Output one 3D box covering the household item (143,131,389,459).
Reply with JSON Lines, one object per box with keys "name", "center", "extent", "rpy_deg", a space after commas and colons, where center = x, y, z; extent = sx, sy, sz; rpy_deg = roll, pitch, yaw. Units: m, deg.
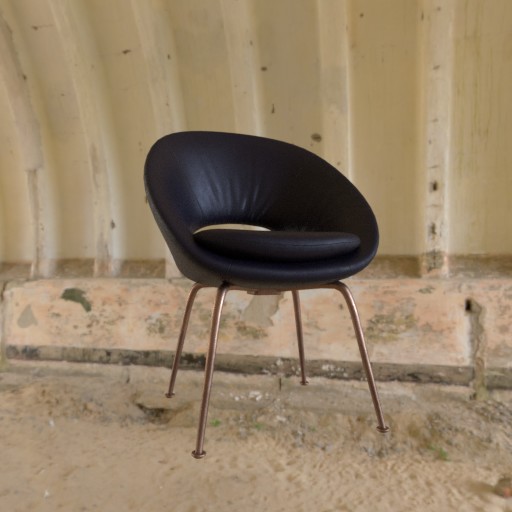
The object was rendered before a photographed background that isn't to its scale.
{"name": "household item", "center": [0.000, 0.000, 1.253], "extent": [0.623, 0.852, 0.573], "rpy_deg": [0, -2, -19]}
